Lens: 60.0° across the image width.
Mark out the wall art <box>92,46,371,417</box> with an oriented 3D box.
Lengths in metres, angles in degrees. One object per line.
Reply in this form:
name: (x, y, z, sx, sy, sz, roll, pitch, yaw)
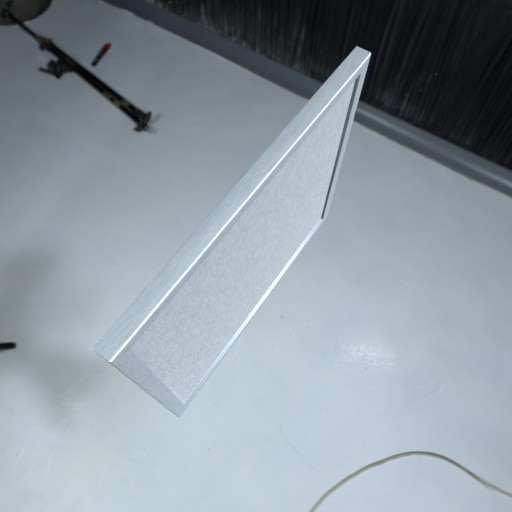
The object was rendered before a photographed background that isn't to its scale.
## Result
wall art: (0.000, 0.000, 0.757, 0.028, 0.457, 0.556, 32, 68, 15)
